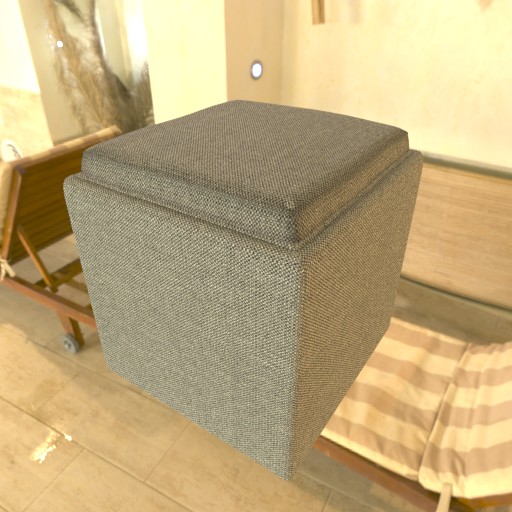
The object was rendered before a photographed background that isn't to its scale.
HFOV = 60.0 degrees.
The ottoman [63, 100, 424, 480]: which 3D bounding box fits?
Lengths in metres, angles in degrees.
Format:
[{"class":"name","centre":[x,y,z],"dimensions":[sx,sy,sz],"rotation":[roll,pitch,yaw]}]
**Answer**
[{"class":"ottoman","centre":[0.000,0.000,0.835],"dimensions":[0.436,0.487,0.454],"rotation":[20,37,29]}]
